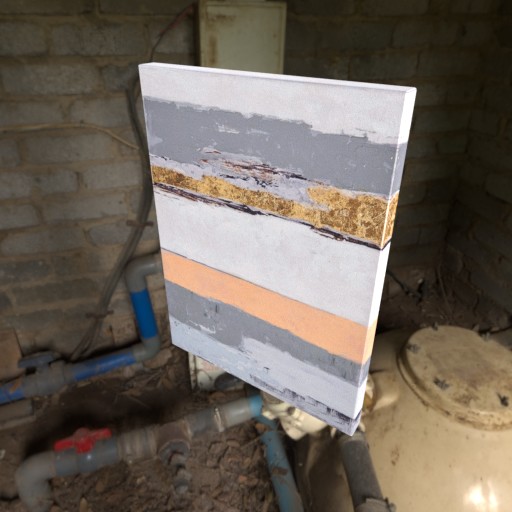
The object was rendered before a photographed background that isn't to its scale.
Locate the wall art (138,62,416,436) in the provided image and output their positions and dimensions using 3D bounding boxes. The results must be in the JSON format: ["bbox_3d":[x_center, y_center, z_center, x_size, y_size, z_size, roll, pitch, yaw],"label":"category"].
[{"bbox_3d":[0.000,0.000,0.795,0.456,0.609,0.038,19,35,29],"label":"wall art"}]
